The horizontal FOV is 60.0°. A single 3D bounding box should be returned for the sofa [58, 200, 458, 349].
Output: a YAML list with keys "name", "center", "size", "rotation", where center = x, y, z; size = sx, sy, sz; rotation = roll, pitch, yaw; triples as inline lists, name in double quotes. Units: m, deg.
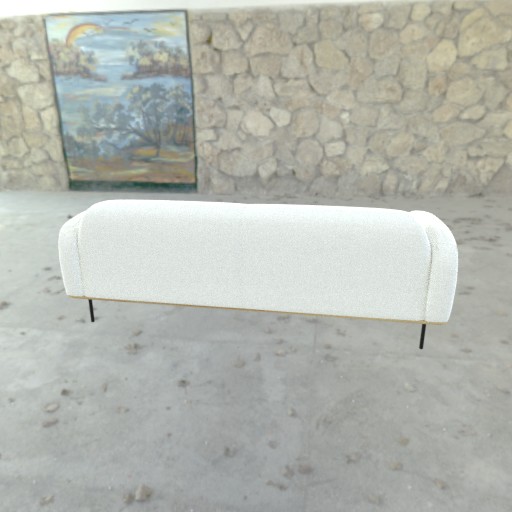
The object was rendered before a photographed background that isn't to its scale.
- name: "sofa"
  center: [0.000, 0.000, 2.805]
  size: [2.280, 0.780, 0.870]
  rotation: [3, 18, 9]
